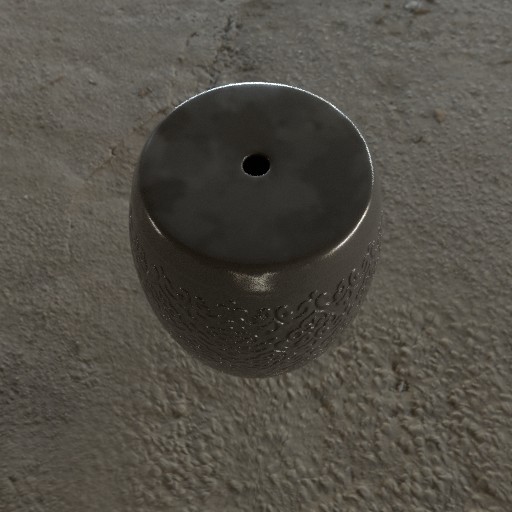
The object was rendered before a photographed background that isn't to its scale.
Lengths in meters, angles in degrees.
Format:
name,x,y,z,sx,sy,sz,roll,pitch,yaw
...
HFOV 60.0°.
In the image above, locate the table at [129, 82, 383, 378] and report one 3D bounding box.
name,x,y,z,sx,sy,sz,roll,pitch,yaw
table,0.000,0.000,0.607,0.309,0.397,0.309,0,63,0
